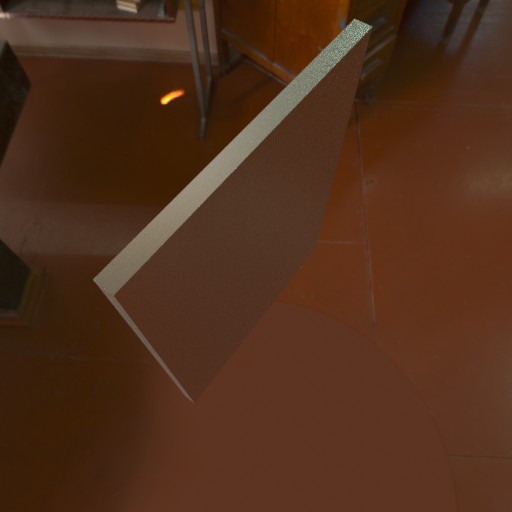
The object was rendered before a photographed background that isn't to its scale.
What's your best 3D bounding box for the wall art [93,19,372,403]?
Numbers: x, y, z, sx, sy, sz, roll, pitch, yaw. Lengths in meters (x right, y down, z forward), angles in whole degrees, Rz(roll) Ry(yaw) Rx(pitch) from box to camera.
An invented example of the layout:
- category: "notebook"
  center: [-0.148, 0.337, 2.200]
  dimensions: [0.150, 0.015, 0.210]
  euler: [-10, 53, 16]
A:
- category: "wall art"
  center: [0.000, 0.000, 0.719]
  dimensions: [0.025, 0.569, 0.444]
  euler: [34, 68, 16]
